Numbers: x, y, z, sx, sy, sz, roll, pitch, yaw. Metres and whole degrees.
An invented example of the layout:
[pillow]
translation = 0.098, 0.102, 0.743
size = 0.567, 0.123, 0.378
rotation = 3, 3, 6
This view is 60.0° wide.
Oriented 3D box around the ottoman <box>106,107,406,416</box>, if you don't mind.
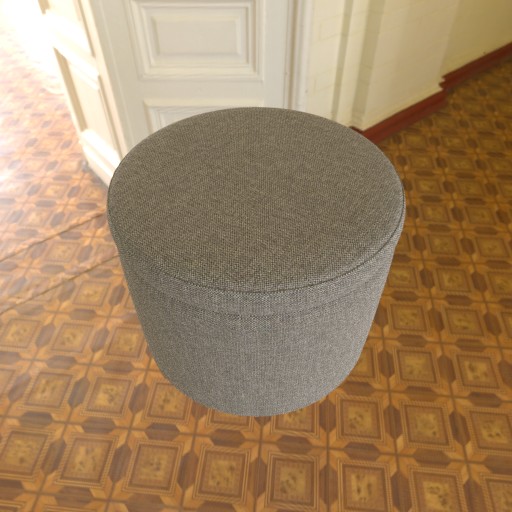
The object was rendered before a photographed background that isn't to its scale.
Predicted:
[ottoman]
translation = 0.000, 0.000, 0.915
size = 0.520, 0.430, 0.520
rotation = 0, 47, 0
